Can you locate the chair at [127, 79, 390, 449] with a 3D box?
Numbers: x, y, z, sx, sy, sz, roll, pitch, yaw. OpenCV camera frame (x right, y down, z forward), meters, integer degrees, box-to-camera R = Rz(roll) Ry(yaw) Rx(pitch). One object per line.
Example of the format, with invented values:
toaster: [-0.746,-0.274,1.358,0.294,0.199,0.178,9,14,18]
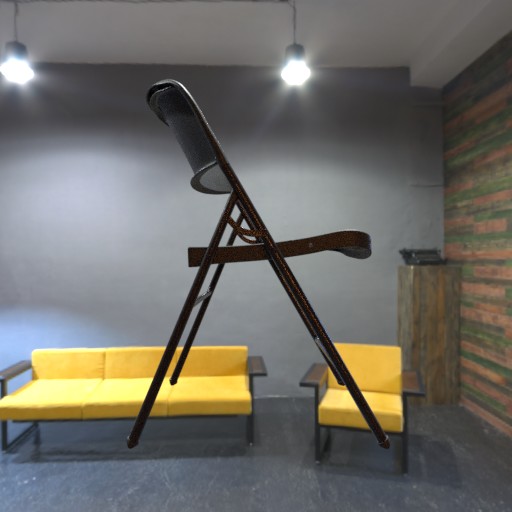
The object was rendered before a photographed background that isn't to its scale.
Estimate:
chair: [0.000,0.000,1.171,0.566,0.810,0.494,0,0,0]
